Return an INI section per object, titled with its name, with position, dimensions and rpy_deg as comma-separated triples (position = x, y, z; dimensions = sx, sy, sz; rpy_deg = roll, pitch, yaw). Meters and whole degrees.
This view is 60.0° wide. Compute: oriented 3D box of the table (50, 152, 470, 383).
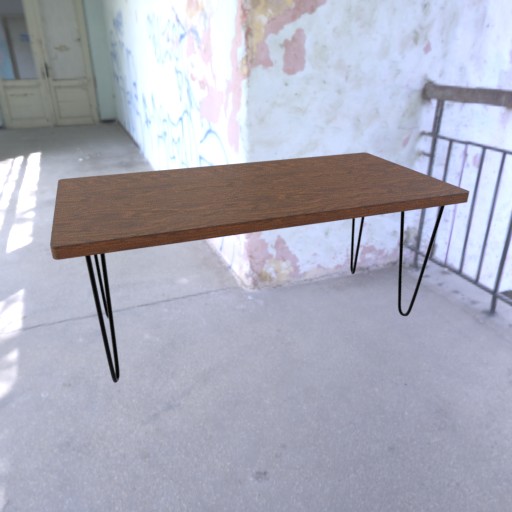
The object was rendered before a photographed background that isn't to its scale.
[table]
position = 0.000, 0.000, 2.292
dimensions = 1.791, 0.753, 0.883
rpy_deg = -9, 27, -18
